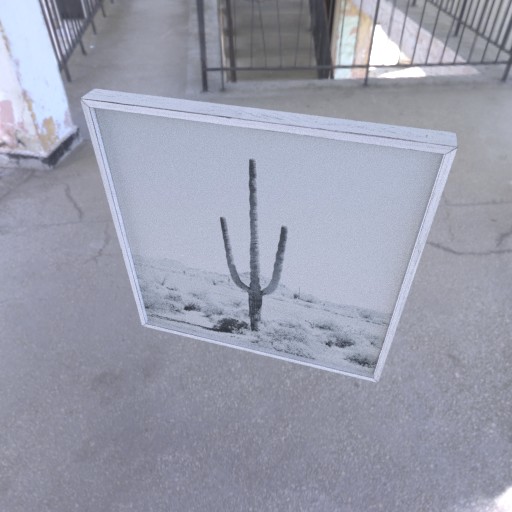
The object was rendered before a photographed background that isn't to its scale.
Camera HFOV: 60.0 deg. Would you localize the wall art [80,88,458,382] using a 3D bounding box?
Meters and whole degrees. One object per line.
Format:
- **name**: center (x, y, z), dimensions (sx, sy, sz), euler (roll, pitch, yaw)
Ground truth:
- **wall art**: center (0.000, 0.000, 0.760), dimensions (0.508, 0.508, 0.038), euler (11, 43, 12)
